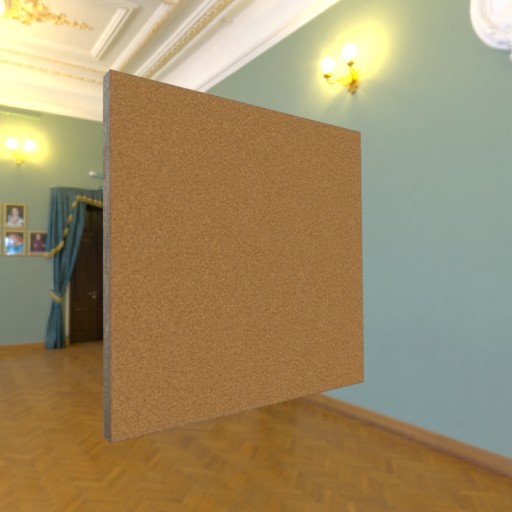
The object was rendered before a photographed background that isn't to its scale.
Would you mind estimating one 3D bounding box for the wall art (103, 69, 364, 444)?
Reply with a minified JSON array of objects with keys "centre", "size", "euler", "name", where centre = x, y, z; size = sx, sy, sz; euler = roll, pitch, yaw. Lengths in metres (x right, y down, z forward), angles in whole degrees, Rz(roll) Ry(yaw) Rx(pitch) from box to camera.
[{"centre":[0.000,0.000,0.906],"size":[0.611,0.608,0.042],"euler":[1,-1,-36],"name":"wall art"}]
